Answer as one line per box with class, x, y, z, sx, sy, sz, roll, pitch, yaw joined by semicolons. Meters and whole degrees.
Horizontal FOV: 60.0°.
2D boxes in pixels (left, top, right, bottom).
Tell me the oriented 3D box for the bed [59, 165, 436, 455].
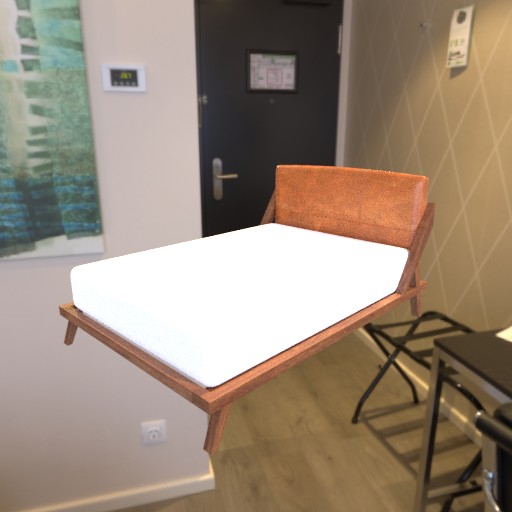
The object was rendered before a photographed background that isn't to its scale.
bed;0.000;0.000;3.301;1.651;1.168;2.311;15;22;42
